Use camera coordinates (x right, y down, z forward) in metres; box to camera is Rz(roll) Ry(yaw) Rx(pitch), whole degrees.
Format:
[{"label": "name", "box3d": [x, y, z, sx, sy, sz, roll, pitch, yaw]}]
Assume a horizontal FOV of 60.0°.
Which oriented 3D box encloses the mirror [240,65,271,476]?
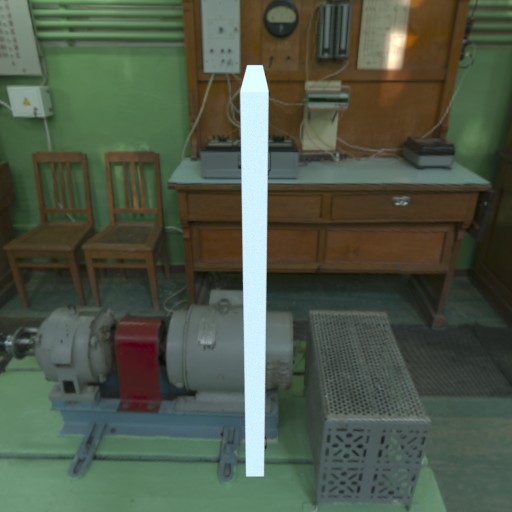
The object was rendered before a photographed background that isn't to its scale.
[{"label": "mirror", "box3d": [0.000, 0.000, 0.934, 0.040, 0.710, 0.507, 0, 27, 0]}]
